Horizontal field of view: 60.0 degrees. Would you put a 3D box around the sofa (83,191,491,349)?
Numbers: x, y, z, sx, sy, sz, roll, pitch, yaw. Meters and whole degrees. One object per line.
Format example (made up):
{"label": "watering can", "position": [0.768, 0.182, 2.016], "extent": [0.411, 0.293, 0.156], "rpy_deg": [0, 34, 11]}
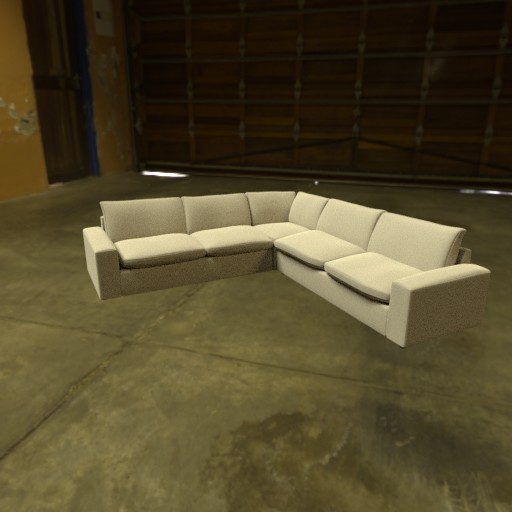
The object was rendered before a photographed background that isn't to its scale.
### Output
{"label": "sofa", "position": [0.000, 0.000, 4.667], "extent": [3.066, 0.918, 3.206], "rpy_deg": [-9, 20, -25]}
